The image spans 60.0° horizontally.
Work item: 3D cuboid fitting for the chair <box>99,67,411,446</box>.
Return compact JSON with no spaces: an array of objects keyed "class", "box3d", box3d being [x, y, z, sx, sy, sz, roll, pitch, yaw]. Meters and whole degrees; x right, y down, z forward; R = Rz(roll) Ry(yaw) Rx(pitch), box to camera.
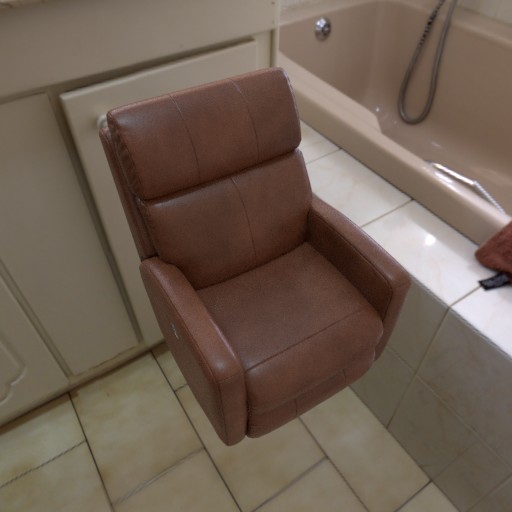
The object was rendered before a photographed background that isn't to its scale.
[{"class":"chair","box3d":[0.000,0.000,1.667,0.787,1.016,0.939,-23,51,-21]}]
